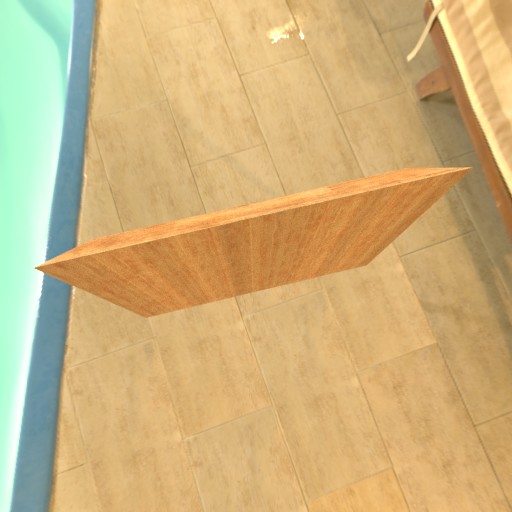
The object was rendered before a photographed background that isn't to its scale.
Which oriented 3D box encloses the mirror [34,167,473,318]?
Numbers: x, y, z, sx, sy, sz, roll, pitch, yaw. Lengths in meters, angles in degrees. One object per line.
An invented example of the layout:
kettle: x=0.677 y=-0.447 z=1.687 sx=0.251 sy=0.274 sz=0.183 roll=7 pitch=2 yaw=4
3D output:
mirror: x=0.000 y=0.000 z=0.959 sx=0.651 sy=0.651 sz=0.047 roll=-13 pitch=76 yaw=-3
